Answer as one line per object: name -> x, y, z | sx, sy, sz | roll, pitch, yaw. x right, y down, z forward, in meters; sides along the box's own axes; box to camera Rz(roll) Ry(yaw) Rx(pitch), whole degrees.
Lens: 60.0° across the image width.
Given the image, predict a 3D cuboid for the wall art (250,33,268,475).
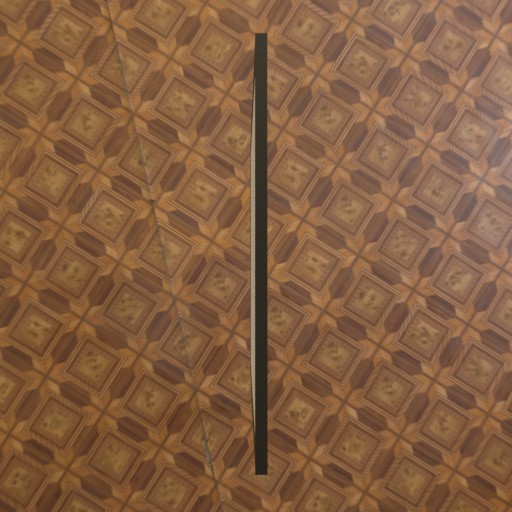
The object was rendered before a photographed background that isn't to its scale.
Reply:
wall art -> 0.000, 0.000, 1.213 | 0.022, 0.807, 0.807 | 0, 89, -1
